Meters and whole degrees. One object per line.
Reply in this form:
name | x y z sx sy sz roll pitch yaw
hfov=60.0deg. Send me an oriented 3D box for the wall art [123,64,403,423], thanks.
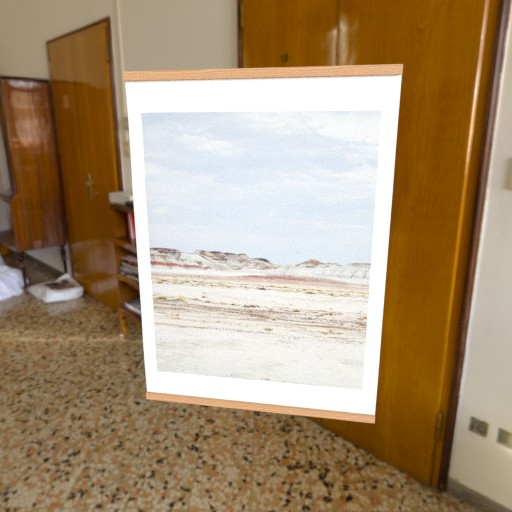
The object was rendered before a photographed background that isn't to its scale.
wall art | 0.000 0.000 1.293 0.739 1.016 0.020 3 15 10
